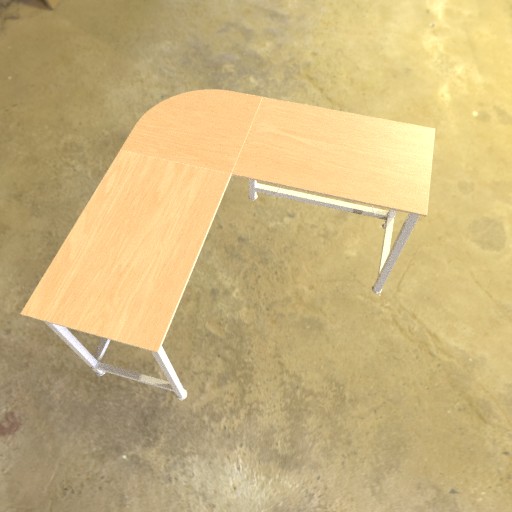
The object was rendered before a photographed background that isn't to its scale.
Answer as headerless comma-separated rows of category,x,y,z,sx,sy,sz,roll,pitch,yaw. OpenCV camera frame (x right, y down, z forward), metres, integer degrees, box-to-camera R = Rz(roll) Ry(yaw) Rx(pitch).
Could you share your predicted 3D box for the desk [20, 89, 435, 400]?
desk,0.000,0.000,2.201,1.400,0.762,1.400,13,59,8
